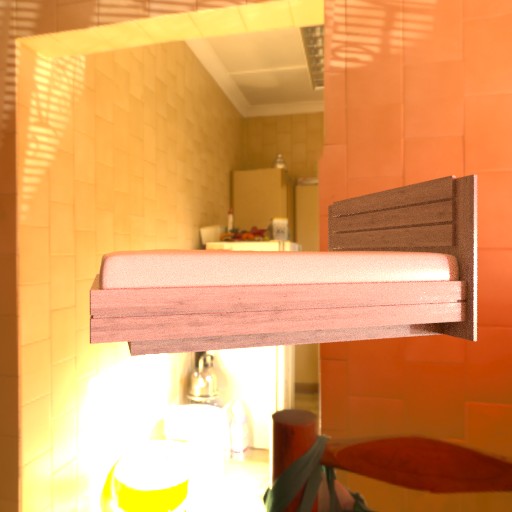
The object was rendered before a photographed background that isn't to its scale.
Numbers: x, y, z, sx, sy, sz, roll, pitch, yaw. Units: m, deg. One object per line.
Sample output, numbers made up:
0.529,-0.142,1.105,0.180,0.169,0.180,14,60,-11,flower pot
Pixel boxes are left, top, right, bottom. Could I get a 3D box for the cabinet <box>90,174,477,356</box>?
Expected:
0.000,0.000,3.033,2.080,0.970,1.750,0,0,-19,cabinet
